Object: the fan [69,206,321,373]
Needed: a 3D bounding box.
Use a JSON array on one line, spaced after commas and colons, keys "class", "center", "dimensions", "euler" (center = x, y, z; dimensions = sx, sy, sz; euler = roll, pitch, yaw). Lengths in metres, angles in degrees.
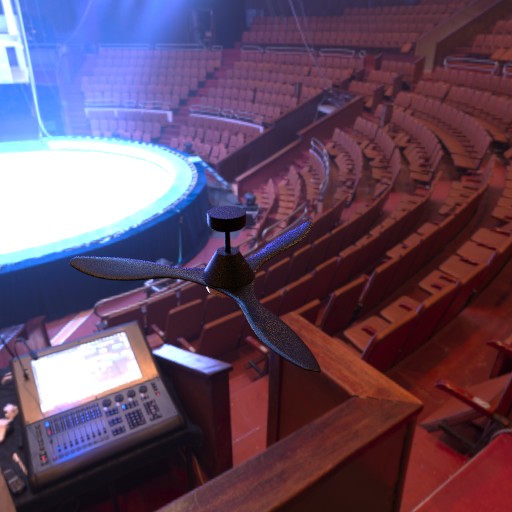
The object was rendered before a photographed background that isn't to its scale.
[{"class": "fan", "center": [0.000, 0.000, 1.607], "dimensions": [1.067, 0.305, 1.067], "euler": [-17, 30, -32]}]
